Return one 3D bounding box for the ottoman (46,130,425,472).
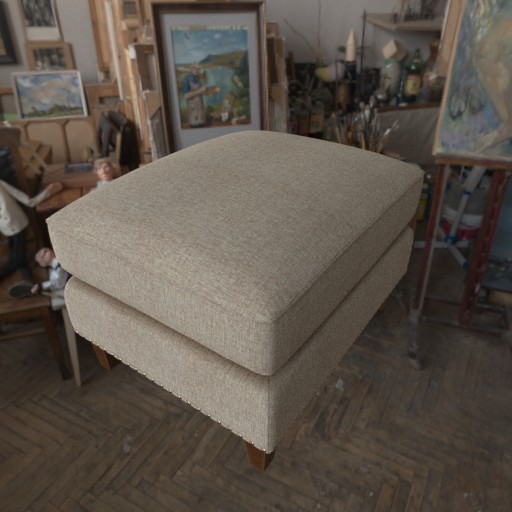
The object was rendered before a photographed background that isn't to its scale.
[{"bbox_3d":[0.000,0.000,1.123,0.584,0.513,0.741,21,38,29],"label":"ottoman"}]
